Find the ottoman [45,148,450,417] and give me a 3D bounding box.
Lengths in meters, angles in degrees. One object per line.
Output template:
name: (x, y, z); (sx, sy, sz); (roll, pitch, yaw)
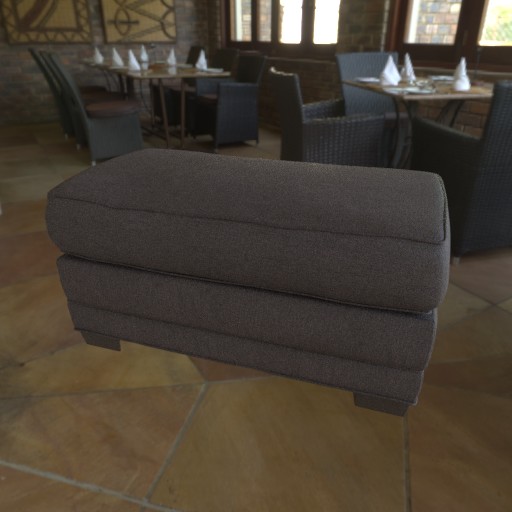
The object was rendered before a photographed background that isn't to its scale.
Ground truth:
ottoman: (0.000, 0.000, 1.130); (0.864, 0.448, 0.490); (8, 28, 16)
